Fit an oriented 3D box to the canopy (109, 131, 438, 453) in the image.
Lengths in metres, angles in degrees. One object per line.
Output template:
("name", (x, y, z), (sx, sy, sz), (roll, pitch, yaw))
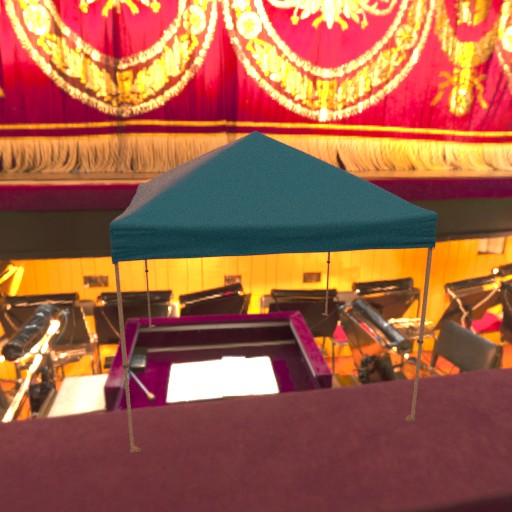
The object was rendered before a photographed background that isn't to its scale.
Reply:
("canopy", (0.000, 0.000, 5.523), (2.998, 2.997, 2.996), (-3, 16, -9))
